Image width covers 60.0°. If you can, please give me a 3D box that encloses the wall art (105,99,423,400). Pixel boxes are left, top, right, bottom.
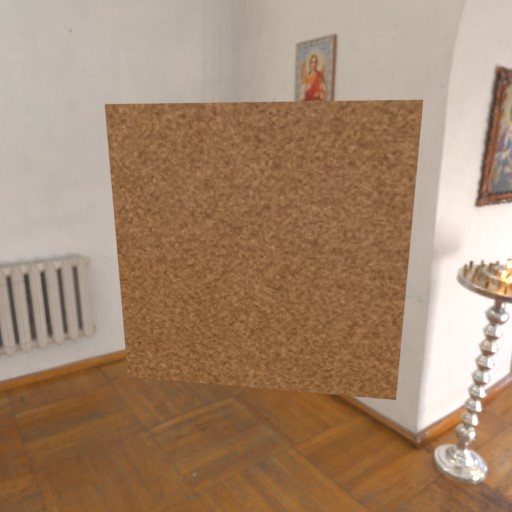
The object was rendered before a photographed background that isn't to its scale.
[{"bbox_3d":[0.000,0.000,0.677,0.446,0.445,0.014,2,15,9],"label":"wall art"}]
